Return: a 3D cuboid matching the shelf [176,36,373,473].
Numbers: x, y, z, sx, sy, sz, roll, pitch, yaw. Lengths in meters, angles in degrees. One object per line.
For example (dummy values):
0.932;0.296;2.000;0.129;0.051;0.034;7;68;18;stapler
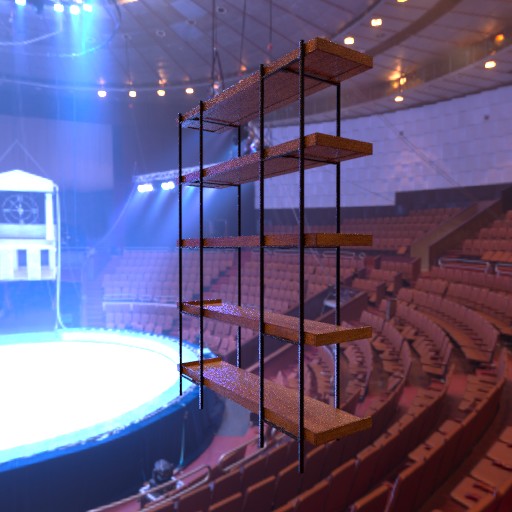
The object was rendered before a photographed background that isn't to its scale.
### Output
0.000;0.000;2.474;0.379;1.826;1.371;-1;1;-34;shelf
